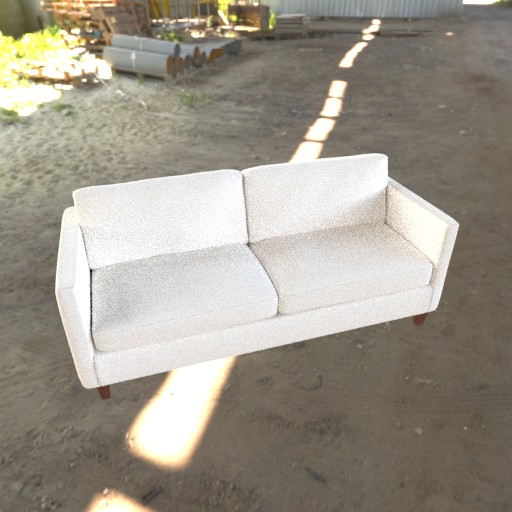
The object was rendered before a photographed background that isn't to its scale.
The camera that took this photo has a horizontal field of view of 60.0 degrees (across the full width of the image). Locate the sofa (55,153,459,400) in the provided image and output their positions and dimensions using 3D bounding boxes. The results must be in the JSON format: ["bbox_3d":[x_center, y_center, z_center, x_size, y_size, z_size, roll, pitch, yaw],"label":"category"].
[{"bbox_3d":[0.000,0.000,2.680,2.139,0.933,0.924,-9,33,-15],"label":"sofa"}]
